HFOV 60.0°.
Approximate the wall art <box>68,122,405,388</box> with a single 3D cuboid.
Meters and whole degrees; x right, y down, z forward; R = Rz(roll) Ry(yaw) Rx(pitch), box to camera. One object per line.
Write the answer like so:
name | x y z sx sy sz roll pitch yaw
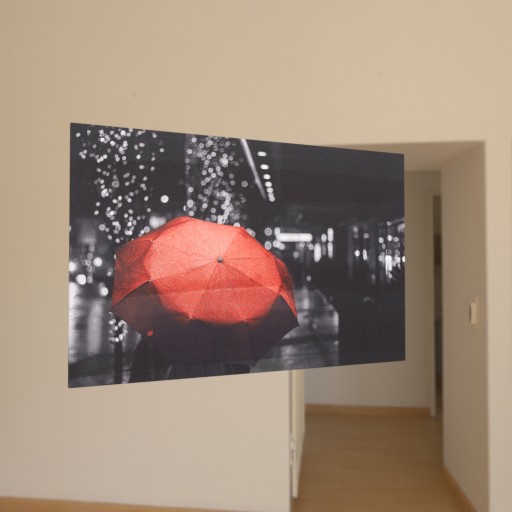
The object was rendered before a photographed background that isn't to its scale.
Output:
wall art | 0.000 0.000 1.176 0.914 0.609 0.038 0 -1 -19
